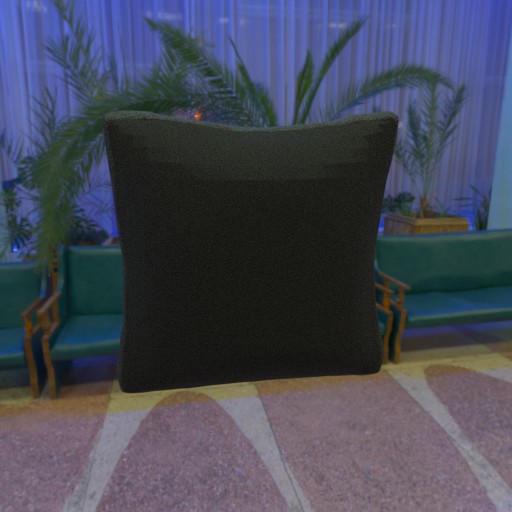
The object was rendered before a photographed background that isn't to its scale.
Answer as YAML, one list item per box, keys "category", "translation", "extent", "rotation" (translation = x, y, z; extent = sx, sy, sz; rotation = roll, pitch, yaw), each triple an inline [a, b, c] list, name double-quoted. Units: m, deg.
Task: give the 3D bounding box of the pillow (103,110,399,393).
- category: "pillow"
  translation: [0.000, 0.000, 0.830]
  extent: [0.533, 0.523, 0.210]
  rotation: [-2, 14, -9]
